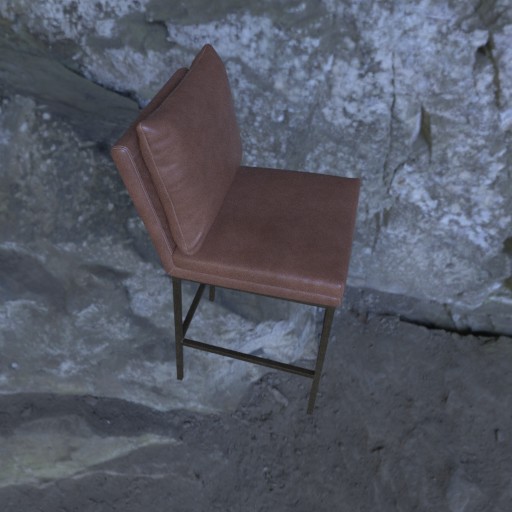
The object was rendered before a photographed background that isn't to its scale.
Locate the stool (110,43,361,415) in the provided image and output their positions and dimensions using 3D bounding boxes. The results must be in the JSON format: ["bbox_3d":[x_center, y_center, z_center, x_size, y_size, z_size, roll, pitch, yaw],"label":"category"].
[{"bbox_3d":[0.000,0.000,1.427,0.571,1.124,0.463,10,48,10],"label":"stool"}]
